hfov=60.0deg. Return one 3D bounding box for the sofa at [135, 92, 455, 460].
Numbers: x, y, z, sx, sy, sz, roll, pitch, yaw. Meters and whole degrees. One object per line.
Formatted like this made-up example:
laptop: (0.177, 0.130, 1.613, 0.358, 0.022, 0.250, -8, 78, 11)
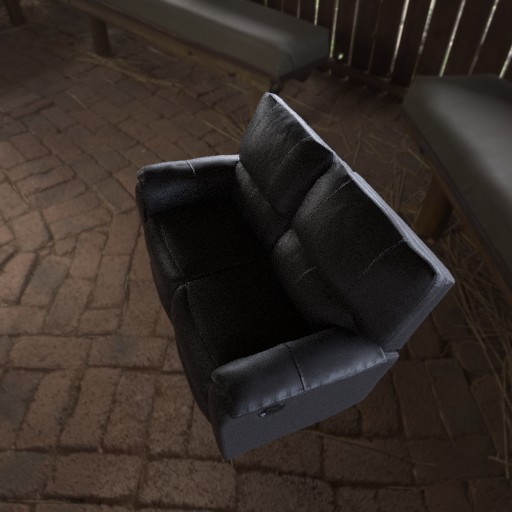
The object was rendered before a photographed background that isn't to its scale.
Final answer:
sofa: (0.000, 0.000, 2.469, 1.104, 1.111, 1.765, -17, 49, -15)
